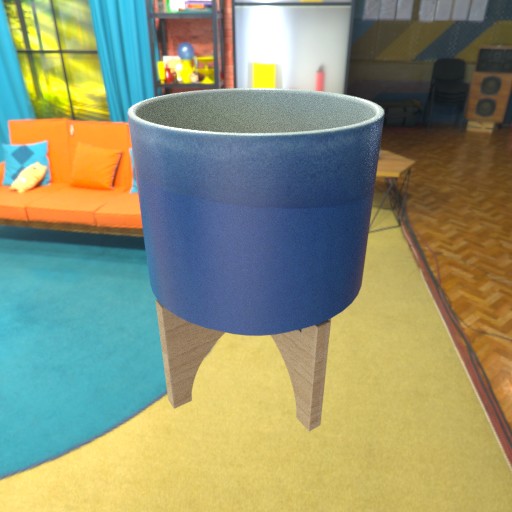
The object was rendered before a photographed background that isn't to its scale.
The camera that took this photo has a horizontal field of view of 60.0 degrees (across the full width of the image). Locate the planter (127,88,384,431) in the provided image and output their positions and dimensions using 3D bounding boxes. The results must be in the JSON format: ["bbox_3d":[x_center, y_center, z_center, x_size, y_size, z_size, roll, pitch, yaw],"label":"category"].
[{"bbox_3d":[0.000,0.000,0.404,0.192,0.263,0.192,0,28,0],"label":"planter"}]
